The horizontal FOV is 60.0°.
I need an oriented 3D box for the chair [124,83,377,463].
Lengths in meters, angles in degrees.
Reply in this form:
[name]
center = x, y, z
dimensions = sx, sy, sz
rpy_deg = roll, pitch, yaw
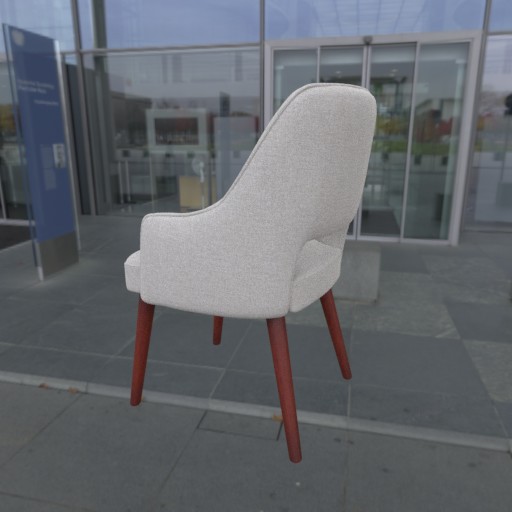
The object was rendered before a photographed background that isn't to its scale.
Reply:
[chair]
center = 0.000, 0.000, 1.209
dimensions = 0.580, 0.840, 0.560
rpy_deg = 8, 17, 27
